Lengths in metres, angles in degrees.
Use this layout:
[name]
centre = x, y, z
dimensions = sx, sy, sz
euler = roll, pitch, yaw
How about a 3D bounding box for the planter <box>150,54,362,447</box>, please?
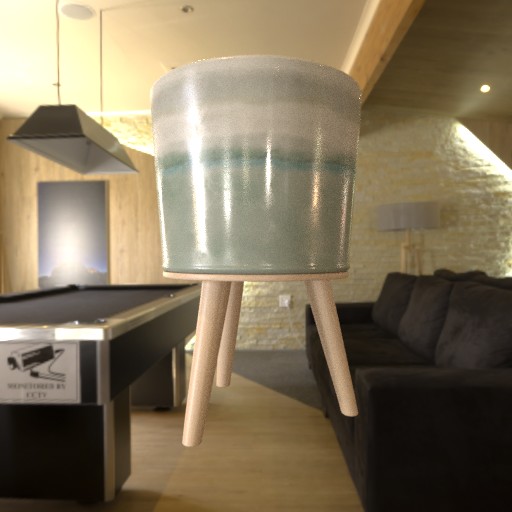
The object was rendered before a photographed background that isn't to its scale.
[planter]
centre = 0.000, 0.000, 0.570
dimensions = 0.265, 0.404, 0.265
euler = 0, 0, 18
